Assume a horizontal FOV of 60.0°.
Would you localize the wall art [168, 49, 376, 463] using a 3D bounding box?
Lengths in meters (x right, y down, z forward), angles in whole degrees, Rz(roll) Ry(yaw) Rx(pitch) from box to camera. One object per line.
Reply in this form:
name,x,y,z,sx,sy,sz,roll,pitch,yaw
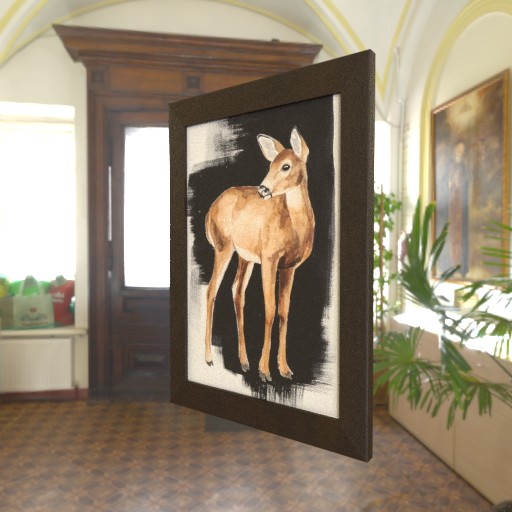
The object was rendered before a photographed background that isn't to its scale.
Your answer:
wall art,0.000,0.000,0.661,0.359,0.513,0.017,1,2,36
